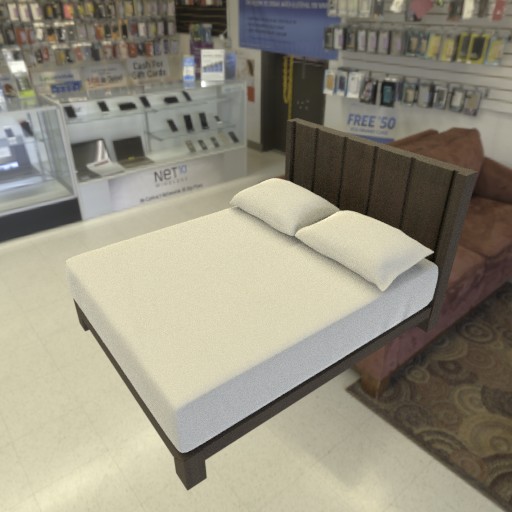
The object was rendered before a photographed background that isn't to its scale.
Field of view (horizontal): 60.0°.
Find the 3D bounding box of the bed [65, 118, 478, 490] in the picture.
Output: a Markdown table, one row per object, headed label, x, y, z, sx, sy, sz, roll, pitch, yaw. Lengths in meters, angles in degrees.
| label | x | y | z | sx | sy | sz | roll | pitch | yaw |
| --- | --- | --- | --- | --- | --- | --- | --- | --- | --- |
| bed | 0.000 | 0.000 | 3.161 | 2.242 | 1.270 | 1.727 | -21 | 37 | -31 |
